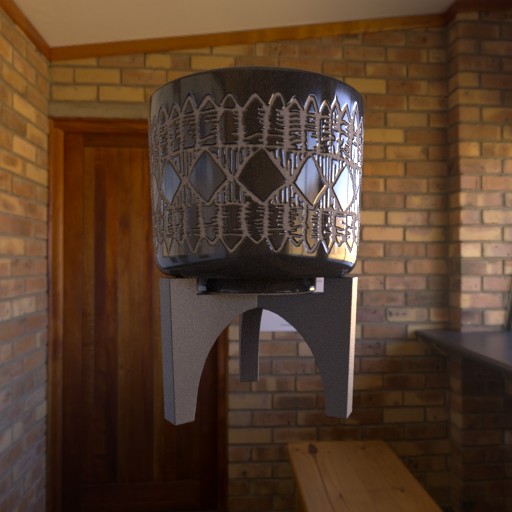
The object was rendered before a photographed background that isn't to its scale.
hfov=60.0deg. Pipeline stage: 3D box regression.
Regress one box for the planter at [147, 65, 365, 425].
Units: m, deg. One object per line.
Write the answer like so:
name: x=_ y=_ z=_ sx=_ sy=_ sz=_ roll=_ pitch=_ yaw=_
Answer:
planter: x=0.000 y=0.000 z=0.270 sx=0.129 sy=0.177 sz=0.129 roll=0 pitch=-1 yaw=0
